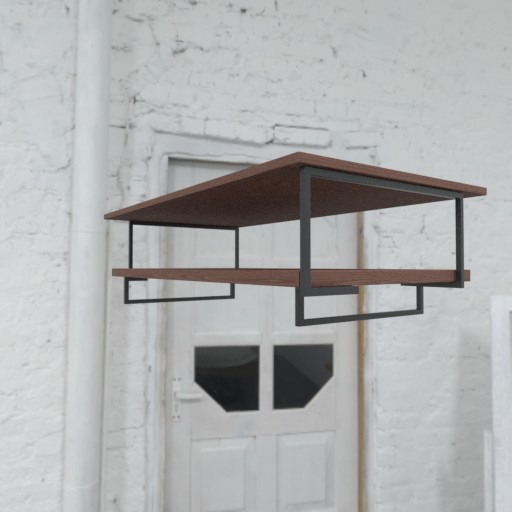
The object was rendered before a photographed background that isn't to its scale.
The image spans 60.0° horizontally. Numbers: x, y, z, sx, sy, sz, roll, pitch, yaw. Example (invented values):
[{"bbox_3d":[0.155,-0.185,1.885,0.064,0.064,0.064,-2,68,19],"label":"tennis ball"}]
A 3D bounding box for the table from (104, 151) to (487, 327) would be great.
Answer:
[{"bbox_3d":[0.000,0.000,1.469,0.651,0.347,1.197,1,-2,-35],"label":"table"}]
